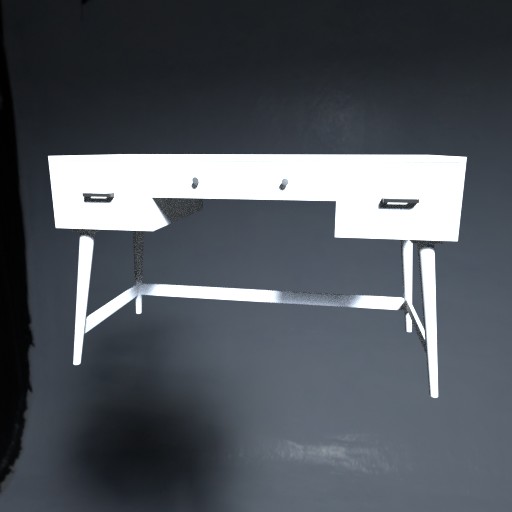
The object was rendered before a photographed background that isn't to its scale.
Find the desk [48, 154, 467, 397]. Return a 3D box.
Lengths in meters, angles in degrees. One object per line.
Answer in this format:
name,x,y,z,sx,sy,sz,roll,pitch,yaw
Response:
desk,0.000,0.000,1.723,1.313,0.762,0.589,2,14,10
